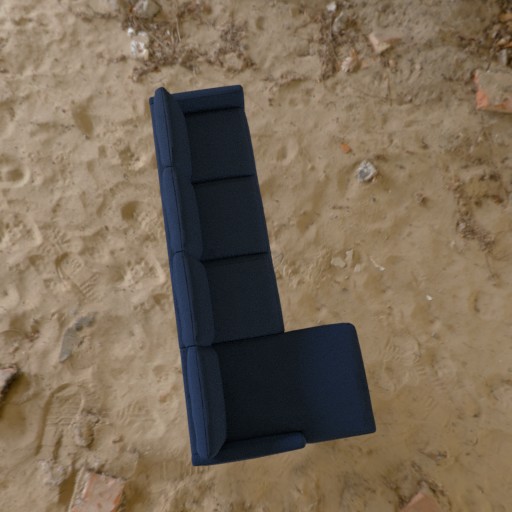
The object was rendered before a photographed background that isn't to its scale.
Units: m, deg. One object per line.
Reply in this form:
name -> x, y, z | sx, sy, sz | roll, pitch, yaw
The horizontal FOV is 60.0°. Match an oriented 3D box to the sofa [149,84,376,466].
sofa -> 0.000, 0.000, 2.970 | 1.128, 0.679, 2.450 | -9, 76, -2
